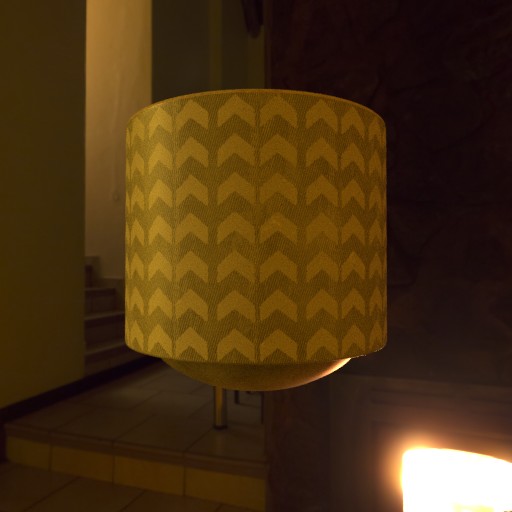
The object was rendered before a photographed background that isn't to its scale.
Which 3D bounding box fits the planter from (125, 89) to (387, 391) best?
[{"bbox_3d":[0.000,0.000,0.443,0.250,0.239,0.250,0,-1,0],"label":"planter"}]
